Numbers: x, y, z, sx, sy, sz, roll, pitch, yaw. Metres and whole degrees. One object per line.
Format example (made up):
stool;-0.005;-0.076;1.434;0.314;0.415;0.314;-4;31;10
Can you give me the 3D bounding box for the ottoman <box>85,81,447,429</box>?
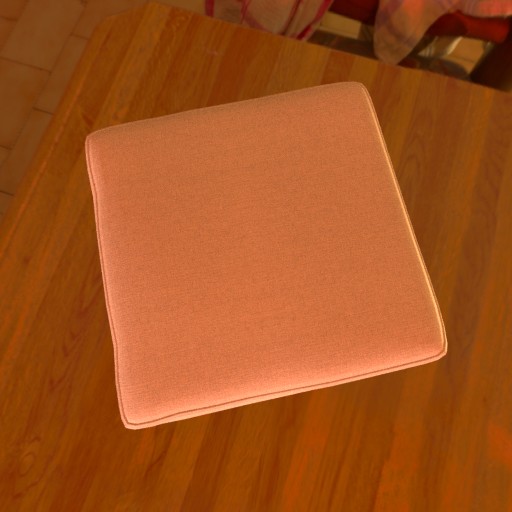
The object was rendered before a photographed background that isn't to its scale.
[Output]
ottoman;0.000;0.000;1.360;0.838;0.503;0.838;-12;76;-3
